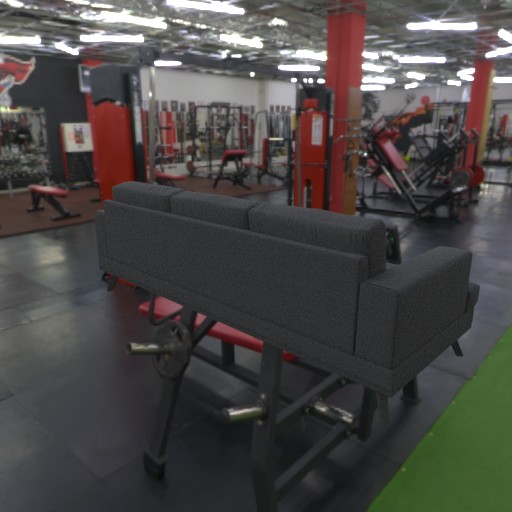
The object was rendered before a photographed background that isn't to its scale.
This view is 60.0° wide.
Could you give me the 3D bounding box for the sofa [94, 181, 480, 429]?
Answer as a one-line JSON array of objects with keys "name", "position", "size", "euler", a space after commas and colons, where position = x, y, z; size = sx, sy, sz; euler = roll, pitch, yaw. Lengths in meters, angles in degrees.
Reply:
[{"name": "sofa", "position": [0.000, 0.000, 2.697], "size": [2.310, 0.810, 0.920], "euler": [15, 22, 42]}]
